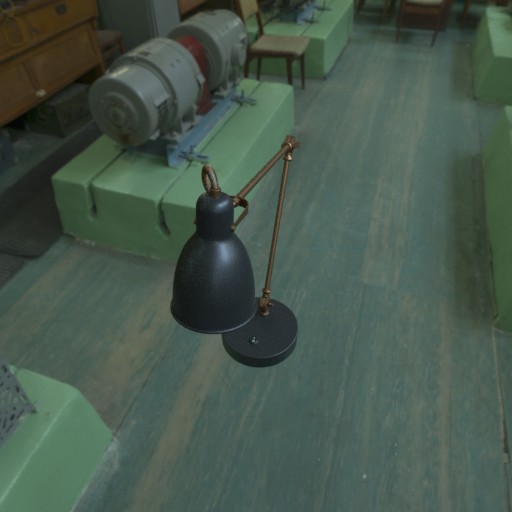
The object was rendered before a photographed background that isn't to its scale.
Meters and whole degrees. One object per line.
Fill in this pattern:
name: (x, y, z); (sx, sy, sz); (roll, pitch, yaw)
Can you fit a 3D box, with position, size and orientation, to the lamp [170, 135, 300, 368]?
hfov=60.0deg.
lamp: (0.000, 0.000, 0.880); (0.187, 0.587, 0.561); (12, 44, 12)
